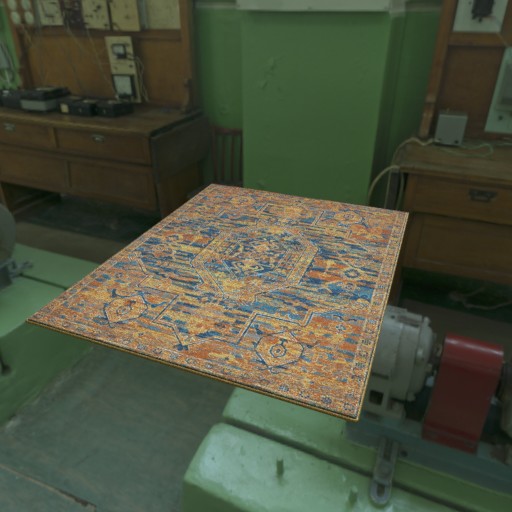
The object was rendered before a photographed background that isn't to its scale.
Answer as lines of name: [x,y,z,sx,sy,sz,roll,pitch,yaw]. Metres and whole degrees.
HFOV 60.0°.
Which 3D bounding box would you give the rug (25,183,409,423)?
rug: [0.000,0.000,4.075,2.435,0.031,3.040,11,32,19]
